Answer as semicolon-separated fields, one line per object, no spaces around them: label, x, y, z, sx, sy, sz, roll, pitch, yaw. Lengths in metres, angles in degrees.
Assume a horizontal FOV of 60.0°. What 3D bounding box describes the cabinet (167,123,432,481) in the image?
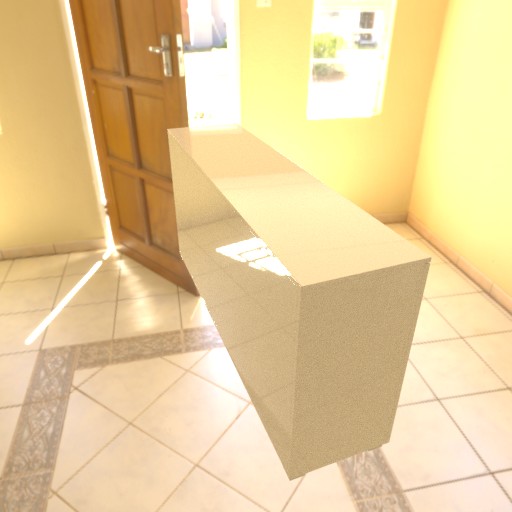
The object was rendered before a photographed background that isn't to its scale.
cabinet;0.000;0.000;2.026;0.400;0.800;1.650;-11;32;-18
